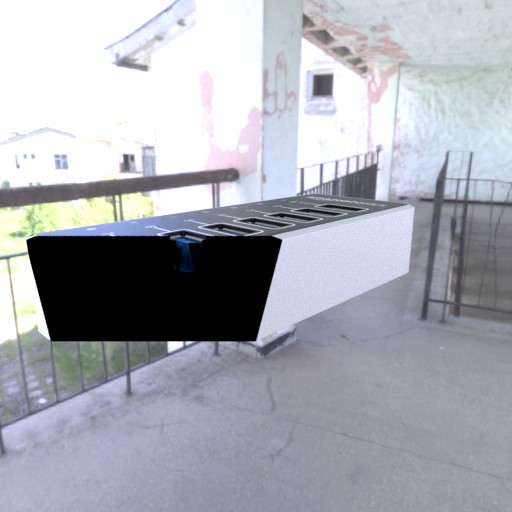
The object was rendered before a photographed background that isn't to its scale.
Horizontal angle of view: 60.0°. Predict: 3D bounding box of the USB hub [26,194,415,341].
[{"bbox_3d":[0.000,0.000,0.127,0.044,0.023,0.110,15,21,43],"label":"USB hub"}]
